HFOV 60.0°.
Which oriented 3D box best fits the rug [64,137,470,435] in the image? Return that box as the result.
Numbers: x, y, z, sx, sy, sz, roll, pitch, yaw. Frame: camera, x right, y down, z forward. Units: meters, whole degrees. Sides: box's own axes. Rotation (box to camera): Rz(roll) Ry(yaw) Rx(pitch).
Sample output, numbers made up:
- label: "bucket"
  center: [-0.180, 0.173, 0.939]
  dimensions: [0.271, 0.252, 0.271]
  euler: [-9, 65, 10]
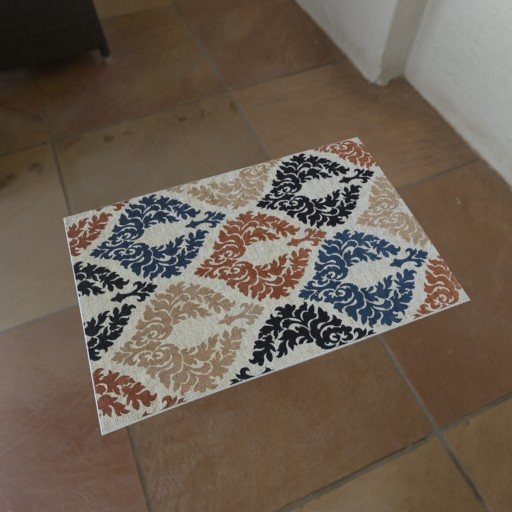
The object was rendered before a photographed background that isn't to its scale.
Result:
- label: "rug"
  center: [0.000, 0.000, 2.894]
  dimensions: [2.275, 0.014, 1.514]
  euler: [-18, 60, -11]
